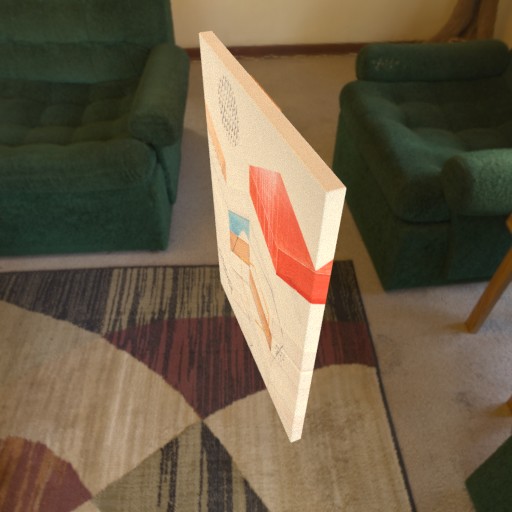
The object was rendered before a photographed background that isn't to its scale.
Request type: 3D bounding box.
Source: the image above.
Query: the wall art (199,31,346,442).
[{"bbox_3d":[0.000,0.000,1.093,0.036,0.848,0.613,-16,48,-14],"label":"wall art"}]
